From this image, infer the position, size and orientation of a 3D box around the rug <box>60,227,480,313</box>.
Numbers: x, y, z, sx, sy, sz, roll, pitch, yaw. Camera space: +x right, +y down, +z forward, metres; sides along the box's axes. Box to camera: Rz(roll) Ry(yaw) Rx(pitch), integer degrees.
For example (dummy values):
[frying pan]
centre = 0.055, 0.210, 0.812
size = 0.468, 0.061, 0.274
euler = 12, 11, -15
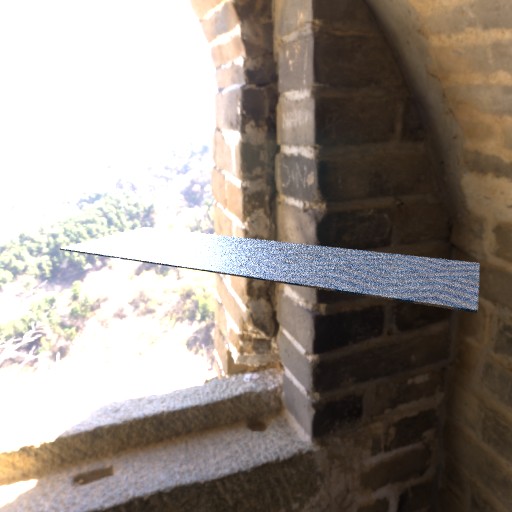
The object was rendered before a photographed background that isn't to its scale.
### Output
[rug]
centre = 0.000, 0.000, 1.648
size = 1.492, 0.007, 0.503
euler = 7, 16, 26
